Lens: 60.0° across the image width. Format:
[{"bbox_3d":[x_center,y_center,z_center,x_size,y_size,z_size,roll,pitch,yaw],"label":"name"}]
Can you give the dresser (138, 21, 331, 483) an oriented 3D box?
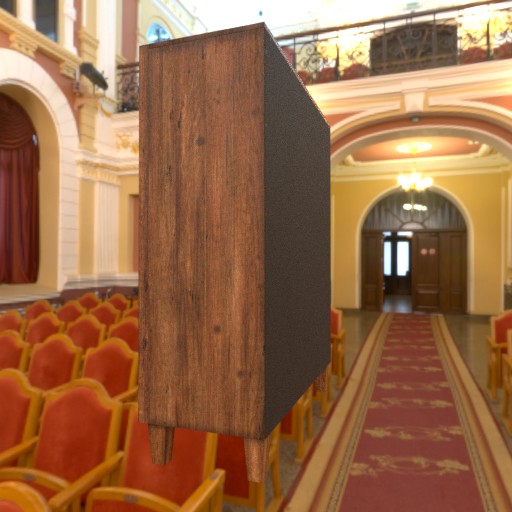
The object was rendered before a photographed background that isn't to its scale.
[{"bbox_3d":[0.000,0.000,1.864,0.438,1.359,1.067,0,-1,20],"label":"dresser"}]
